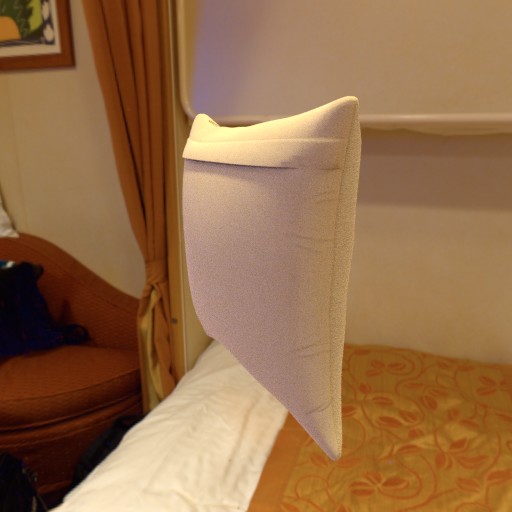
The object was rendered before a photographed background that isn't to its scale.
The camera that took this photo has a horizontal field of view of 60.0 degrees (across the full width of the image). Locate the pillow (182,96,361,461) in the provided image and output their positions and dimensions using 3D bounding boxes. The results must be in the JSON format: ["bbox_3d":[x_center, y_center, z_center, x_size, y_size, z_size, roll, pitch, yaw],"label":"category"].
[{"bbox_3d":[0.000,0.000,0.636,0.173,0.406,0.405,-8,17,-27],"label":"pillow"}]
